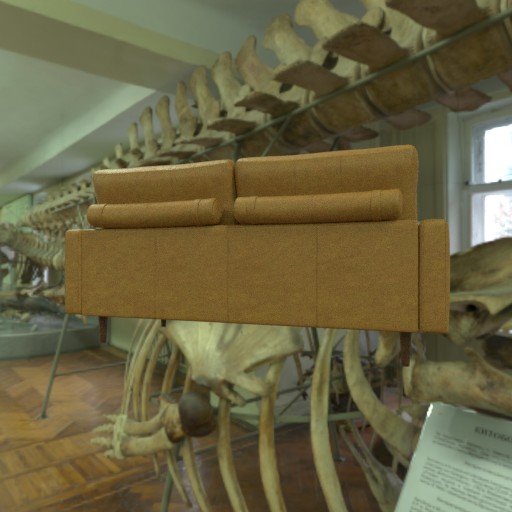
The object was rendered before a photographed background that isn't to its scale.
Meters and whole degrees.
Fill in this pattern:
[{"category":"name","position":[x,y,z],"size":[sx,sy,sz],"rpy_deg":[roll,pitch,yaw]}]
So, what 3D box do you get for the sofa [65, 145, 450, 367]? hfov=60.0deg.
[{"category":"sofa","position":[0.000,0.000,2.308],"size":[1.821,0.898,0.850],"rpy_deg":[0,0,20]}]
